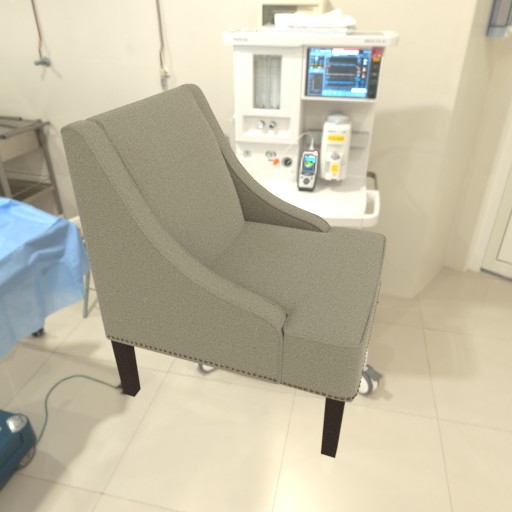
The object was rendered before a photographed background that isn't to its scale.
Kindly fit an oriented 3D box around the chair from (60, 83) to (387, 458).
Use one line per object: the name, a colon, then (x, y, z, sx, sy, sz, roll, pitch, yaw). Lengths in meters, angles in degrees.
chair: (0.000, 0.000, 1.341, 0.737, 0.864, 0.610, 10, 32, 17)
